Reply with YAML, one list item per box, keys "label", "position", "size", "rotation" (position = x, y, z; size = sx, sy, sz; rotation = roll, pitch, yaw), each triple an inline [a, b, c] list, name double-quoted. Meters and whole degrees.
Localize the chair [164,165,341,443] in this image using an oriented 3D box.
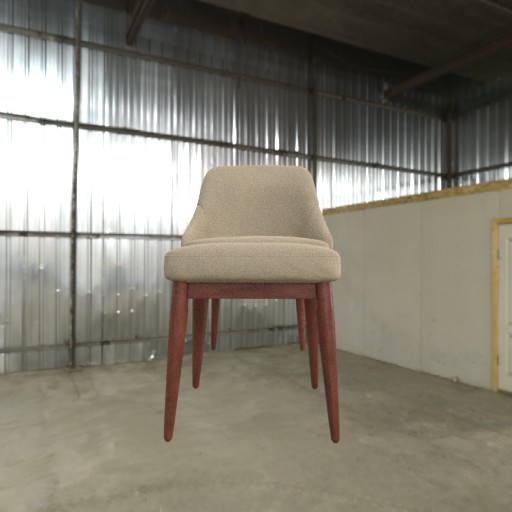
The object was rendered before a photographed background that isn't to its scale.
- label: "chair"
  position: [0.000, 0.000, 1.583]
  size: [0.584, 0.866, 1.114]
  rotation: [0, 0, 1]
